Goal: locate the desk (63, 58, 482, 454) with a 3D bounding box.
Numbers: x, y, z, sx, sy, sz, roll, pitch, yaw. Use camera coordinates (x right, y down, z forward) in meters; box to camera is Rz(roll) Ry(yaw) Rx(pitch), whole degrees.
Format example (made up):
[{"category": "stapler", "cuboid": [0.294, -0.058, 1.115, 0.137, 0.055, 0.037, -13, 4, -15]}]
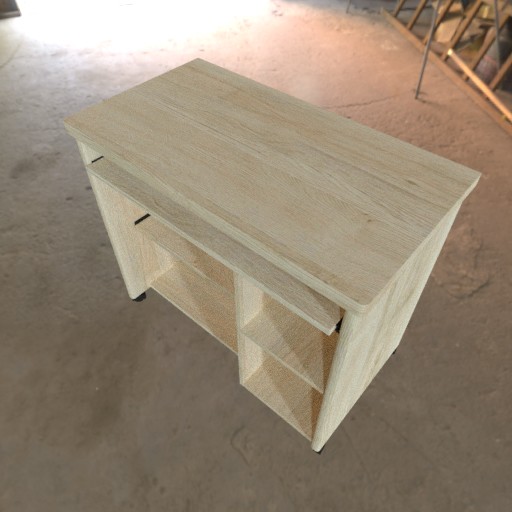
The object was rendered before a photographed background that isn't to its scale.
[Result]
[{"category": "desk", "cuboid": [0.000, 0.000, 1.321, 0.885, 0.770, 0.480, 33, 55, 26]}]
